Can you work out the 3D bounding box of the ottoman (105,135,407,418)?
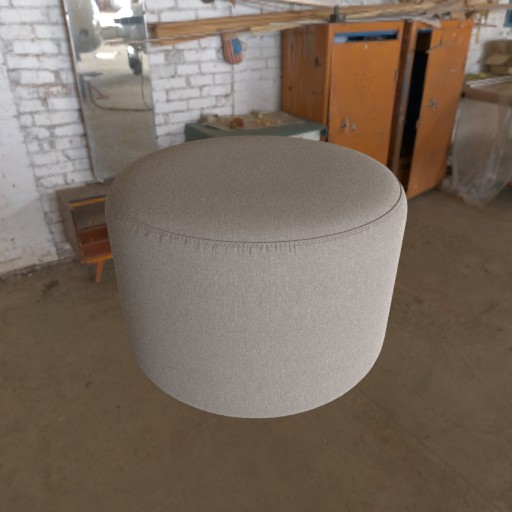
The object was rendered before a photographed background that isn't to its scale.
[{"bbox_3d":[0.000,0.000,1.001,0.608,0.433,0.608,0,30,0],"label":"ottoman"}]
